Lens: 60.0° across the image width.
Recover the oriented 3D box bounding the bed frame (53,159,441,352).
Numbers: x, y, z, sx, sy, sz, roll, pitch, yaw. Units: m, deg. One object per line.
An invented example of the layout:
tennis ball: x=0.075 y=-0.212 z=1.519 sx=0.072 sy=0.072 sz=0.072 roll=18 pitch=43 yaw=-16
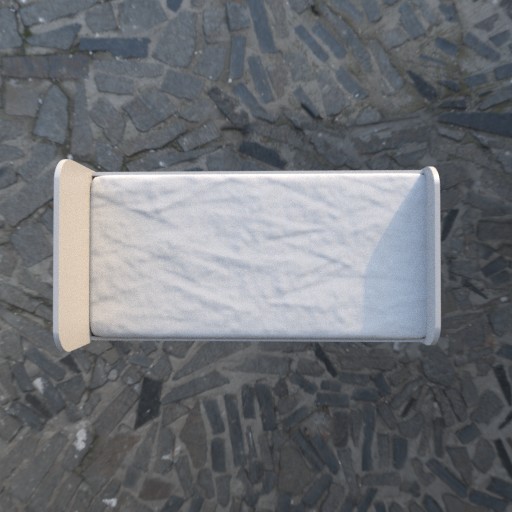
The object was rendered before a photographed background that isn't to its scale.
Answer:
bed frame: x=0.000 y=0.000 z=2.544 sx=1.963 sy=0.805 sz=0.998 roll=0 pitch=89 yaw=2
